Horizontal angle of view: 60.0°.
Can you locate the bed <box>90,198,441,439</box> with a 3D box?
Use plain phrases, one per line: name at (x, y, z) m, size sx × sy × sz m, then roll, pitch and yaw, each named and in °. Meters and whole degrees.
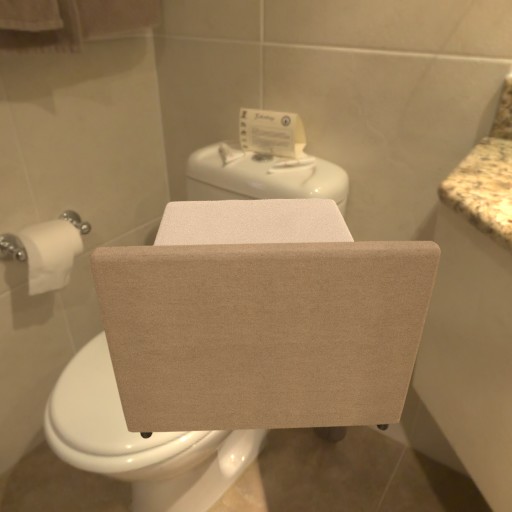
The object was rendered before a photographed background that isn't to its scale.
bed at (0.000, 0.000, 3.284) m, size 1.713 × 1.330 × 2.162 m, roll -1°, pitch 31°, yaw -2°
